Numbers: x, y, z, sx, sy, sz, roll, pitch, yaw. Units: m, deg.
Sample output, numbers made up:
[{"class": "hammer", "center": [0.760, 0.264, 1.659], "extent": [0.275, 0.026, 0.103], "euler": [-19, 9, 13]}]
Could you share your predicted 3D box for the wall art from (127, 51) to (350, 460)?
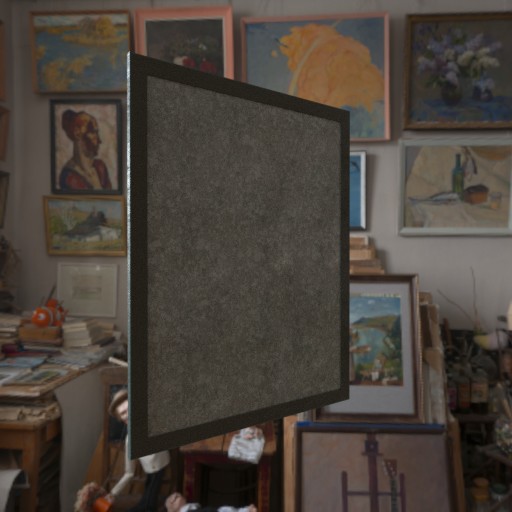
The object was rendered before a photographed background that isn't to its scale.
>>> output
[{"class": "wall art", "center": [0.000, 0.000, 1.301], "extent": [0.767, 0.983, 0.030], "euler": [0, 1, -36]}]
